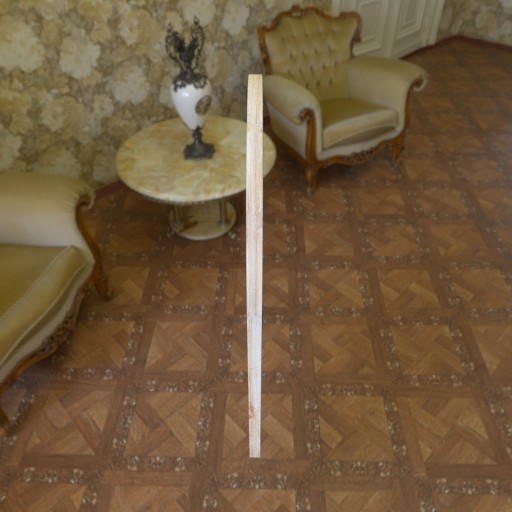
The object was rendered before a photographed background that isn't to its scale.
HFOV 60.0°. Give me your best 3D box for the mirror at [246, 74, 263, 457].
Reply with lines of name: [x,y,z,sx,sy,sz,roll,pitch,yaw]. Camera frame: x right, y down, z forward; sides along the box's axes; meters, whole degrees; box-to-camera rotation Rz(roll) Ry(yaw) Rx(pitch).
mirror: [0.000,0.000,1.187,0.032,0.920,0.660,0,41,0]
